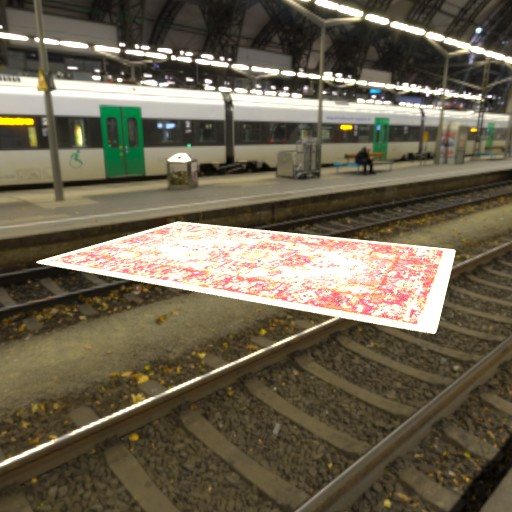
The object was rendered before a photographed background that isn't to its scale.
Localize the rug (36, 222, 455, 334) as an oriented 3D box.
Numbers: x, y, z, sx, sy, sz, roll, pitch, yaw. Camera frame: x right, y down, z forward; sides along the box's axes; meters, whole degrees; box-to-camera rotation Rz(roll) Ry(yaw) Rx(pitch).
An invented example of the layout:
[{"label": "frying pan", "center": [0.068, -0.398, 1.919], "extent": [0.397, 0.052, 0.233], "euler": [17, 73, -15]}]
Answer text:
[{"label": "rug", "center": [0.000, 0.000, 1.082], "extent": [0.868, 0.004, 0.556], "euler": [7, 17, 25]}]
